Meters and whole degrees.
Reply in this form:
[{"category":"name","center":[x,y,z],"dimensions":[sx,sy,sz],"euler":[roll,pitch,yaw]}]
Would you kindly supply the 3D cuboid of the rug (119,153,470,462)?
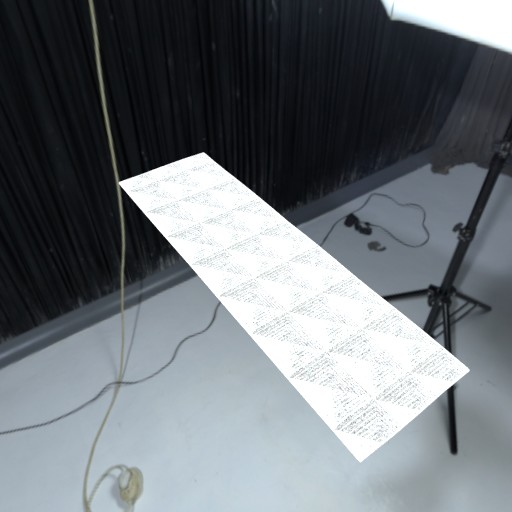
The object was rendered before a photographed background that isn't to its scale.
[{"category":"rug","center":[0.000,0.000,2.351],"dimensions":[0.645,0.015,2.182],"euler":[-26,49,-25]}]
